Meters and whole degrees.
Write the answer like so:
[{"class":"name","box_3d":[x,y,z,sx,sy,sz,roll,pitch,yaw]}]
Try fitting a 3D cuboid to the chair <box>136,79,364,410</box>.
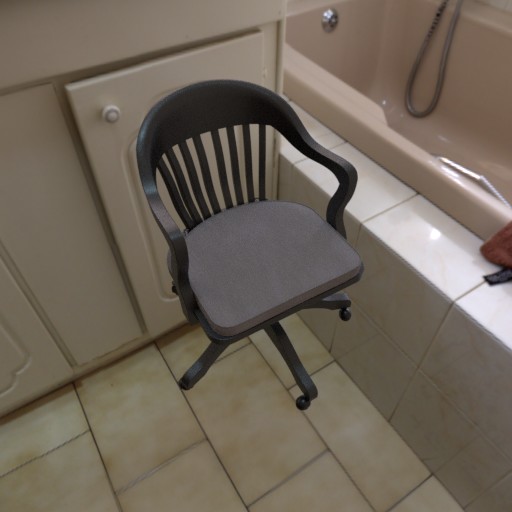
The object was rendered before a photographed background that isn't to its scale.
[{"class":"chair","box_3d":[0.000,0.000,1.491,0.750,0.878,0.788,-23,52,-20]}]
